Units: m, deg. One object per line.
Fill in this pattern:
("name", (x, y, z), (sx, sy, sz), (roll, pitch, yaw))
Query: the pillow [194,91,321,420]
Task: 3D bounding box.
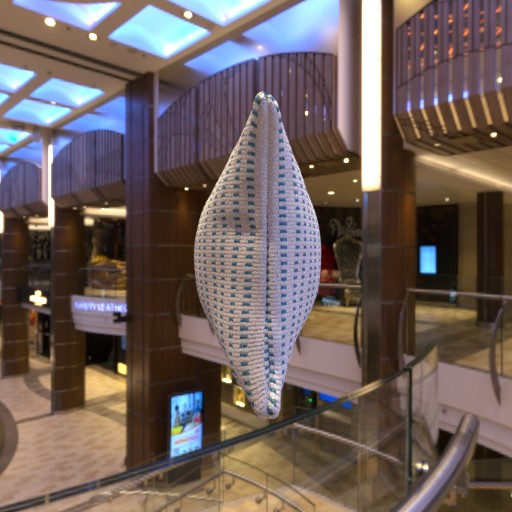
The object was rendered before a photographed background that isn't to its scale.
("pillow", (0.000, 0.000, 0.784), (0.210, 0.353, 0.640), (0, 0, 0))
